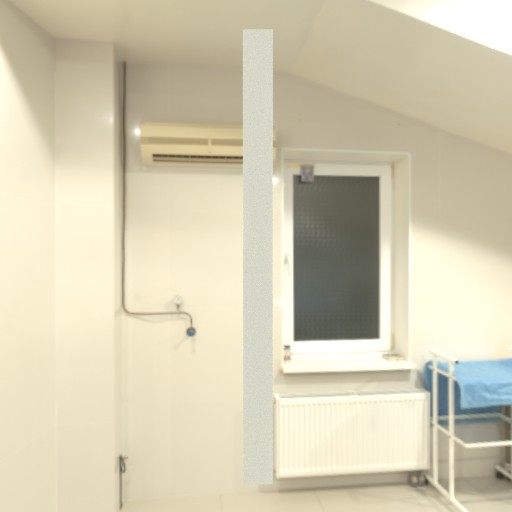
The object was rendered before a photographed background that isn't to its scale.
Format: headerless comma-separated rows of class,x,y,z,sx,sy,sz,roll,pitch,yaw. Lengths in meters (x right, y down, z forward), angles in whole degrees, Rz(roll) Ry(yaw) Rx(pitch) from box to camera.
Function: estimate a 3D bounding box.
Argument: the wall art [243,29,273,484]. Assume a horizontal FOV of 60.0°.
wall art,0.000,0.000,0.452,0.020,0.307,0.307,0,0,0
